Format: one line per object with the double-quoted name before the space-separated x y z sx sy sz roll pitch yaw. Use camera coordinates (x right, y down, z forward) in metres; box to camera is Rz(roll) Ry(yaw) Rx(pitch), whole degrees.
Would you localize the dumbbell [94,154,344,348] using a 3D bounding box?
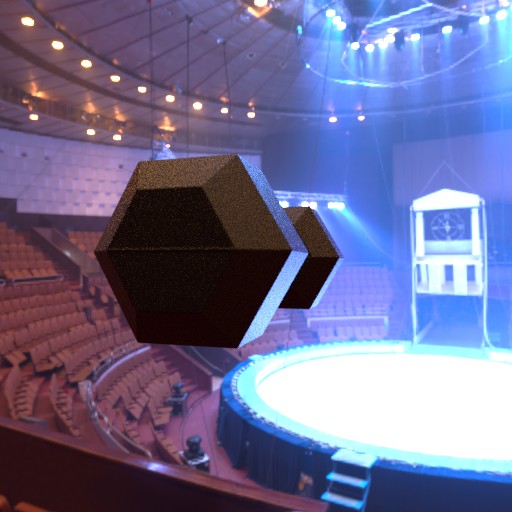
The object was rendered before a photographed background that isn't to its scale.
"dumbbell" 0.000 0.000 0.329 0.106 0.092 0.272 0 -1 17
